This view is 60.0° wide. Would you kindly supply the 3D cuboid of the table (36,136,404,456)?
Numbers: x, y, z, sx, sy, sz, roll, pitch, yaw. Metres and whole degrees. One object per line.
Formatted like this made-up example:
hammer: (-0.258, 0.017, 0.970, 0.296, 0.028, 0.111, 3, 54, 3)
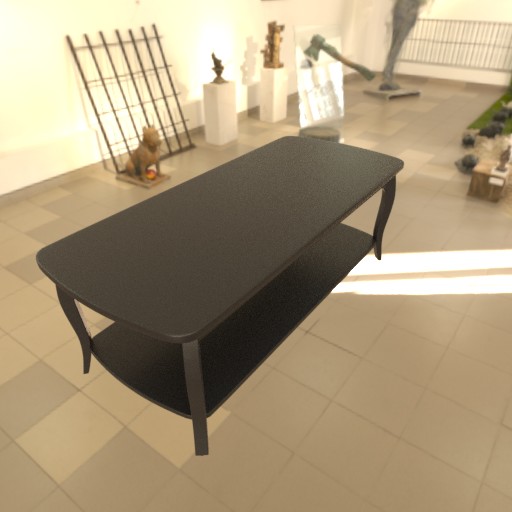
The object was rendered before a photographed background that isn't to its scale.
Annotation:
table: (0.000, 0.000, 1.586, 0.571, 0.457, 1.333, 21, 38, 30)
